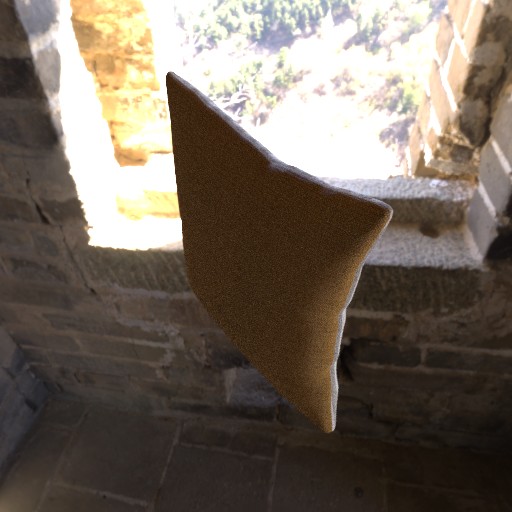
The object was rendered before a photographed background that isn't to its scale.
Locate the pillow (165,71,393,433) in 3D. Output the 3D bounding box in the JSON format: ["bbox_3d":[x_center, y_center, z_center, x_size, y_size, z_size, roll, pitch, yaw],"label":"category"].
[{"bbox_3d":[0.000,0.000,0.674,0.147,0.437,0.432,-27,48,-27],"label":"pillow"}]
